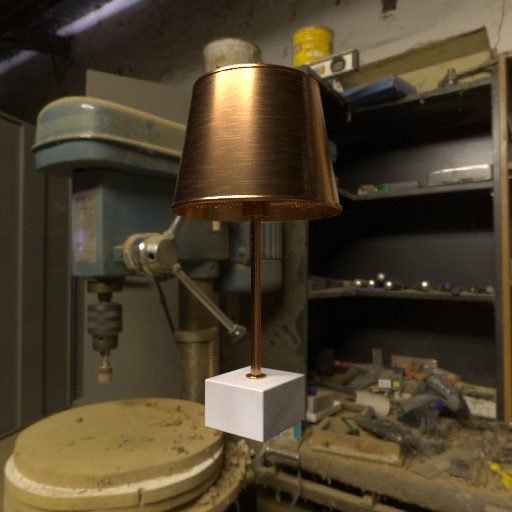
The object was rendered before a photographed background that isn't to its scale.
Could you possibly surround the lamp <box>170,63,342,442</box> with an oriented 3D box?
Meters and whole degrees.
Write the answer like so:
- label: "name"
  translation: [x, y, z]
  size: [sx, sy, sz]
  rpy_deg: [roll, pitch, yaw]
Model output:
- label: "lamp"
  translation: [0.000, 0.000, 0.544]
  size: [0.208, 0.406, 0.208]
  rpy_deg: [0, -2, 0]
